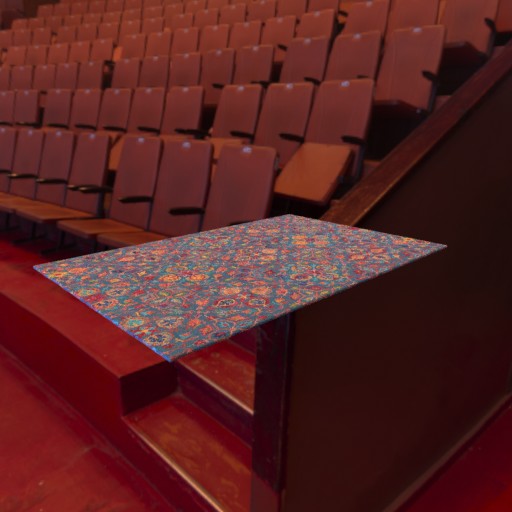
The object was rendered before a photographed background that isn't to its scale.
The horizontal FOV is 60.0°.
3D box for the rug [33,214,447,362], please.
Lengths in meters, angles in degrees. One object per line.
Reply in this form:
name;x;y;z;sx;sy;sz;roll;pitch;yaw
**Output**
rug;0.000;0.000;2.330;1.836;0.014;1.216;-15;23;-41
